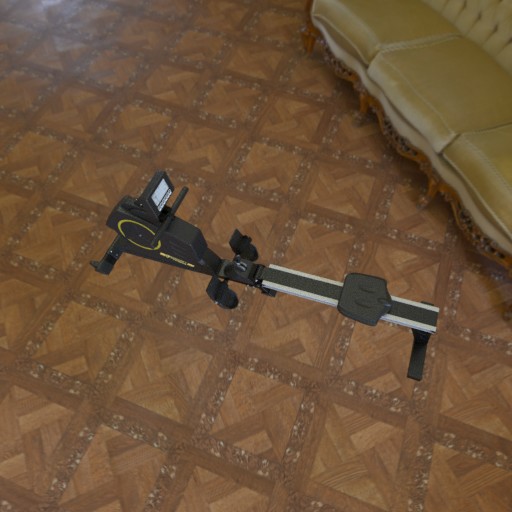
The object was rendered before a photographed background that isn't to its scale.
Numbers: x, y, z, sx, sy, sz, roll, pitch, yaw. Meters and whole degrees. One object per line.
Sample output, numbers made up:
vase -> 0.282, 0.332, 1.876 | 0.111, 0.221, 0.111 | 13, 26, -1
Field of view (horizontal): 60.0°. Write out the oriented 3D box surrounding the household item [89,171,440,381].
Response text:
household item -> 0.000, 0.000, 2.630 | 2.251, 0.810, 0.521 | 17, 59, 11
